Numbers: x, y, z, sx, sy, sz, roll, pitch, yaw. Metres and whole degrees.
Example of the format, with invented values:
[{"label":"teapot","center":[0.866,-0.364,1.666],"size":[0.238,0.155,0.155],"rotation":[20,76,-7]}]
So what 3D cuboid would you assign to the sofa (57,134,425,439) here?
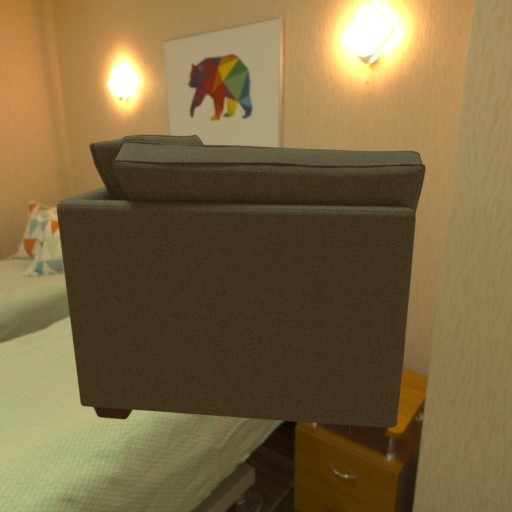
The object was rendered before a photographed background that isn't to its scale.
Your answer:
[{"label":"sofa","center":[0.000,0.000,1.796],"size":[1.050,0.951,1.042],"rotation":[2,16,7]}]
